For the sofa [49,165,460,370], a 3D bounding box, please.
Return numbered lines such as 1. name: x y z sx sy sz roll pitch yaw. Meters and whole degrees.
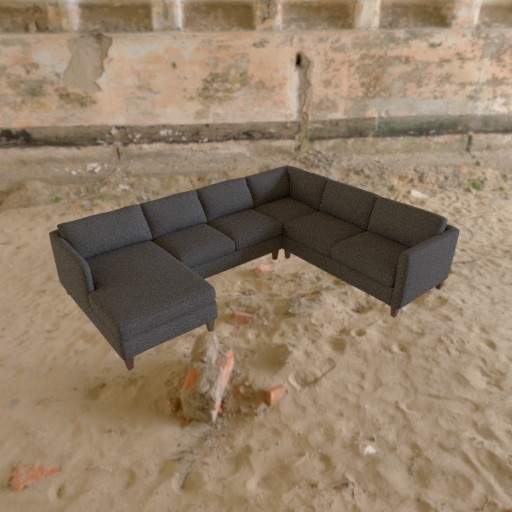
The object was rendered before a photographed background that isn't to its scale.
1. sofa: 0.000 0.000 4.482 3.238 0.853 2.551 -21 35 -34
